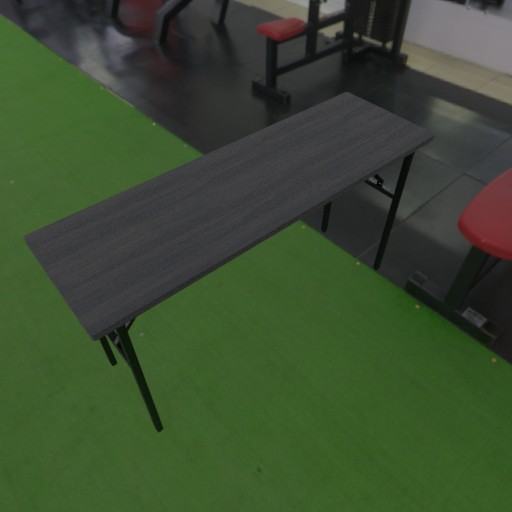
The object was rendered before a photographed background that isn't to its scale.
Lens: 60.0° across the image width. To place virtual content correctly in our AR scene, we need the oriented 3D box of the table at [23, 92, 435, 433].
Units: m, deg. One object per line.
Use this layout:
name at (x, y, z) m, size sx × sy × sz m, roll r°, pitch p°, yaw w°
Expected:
table at (0.000, 0.000, 1.752) m, size 1.399 × 0.750 × 0.449 m, roll -31°, pitch 54°, yaw -26°
